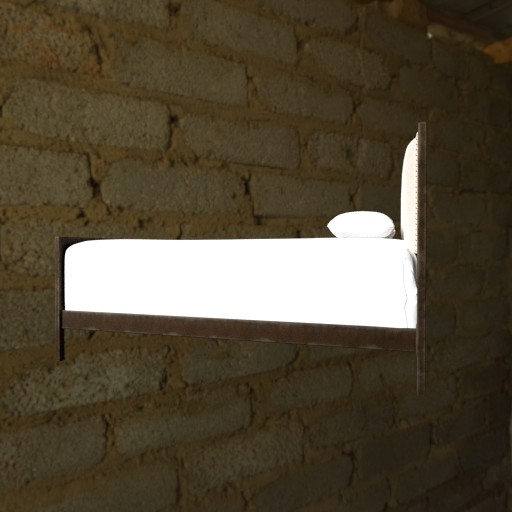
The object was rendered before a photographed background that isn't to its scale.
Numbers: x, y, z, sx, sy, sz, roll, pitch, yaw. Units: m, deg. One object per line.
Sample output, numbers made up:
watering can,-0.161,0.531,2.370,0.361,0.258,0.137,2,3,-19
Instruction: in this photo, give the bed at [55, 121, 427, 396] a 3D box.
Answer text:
bed,0.000,0.000,3.217,2.221,1.313,1.607,0,1,18
